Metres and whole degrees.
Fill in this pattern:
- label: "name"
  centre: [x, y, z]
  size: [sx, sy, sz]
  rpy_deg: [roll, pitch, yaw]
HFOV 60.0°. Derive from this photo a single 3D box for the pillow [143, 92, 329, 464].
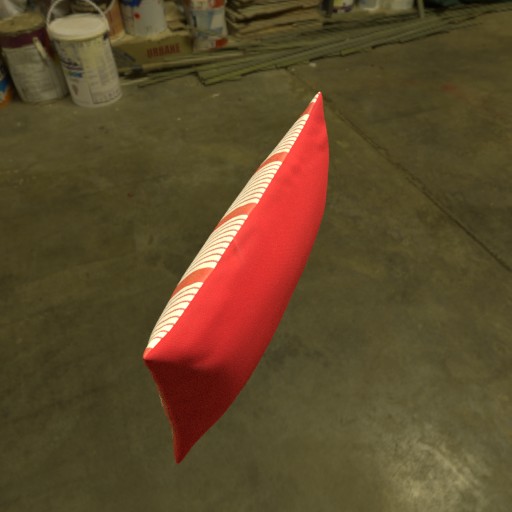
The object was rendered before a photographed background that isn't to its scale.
- label: "pillow"
  centre: [0.000, 0.000, 0.736]
  size: [0.151, 0.297, 0.608]
  rpy_deg: [17, 49, 15]
